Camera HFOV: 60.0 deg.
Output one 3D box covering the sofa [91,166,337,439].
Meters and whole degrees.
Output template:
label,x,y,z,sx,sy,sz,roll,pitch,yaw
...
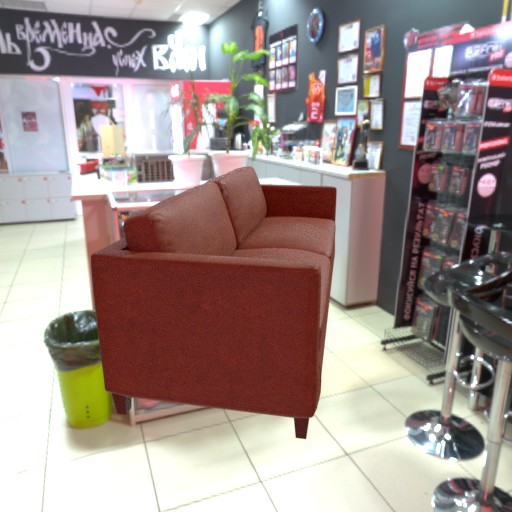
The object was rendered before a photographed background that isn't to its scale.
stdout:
label,x,y,z,sx,sy,sz,roll,pitch,yaw
sofa,0.000,0.000,2.774,0.950,0.932,2.204,3,17,11
